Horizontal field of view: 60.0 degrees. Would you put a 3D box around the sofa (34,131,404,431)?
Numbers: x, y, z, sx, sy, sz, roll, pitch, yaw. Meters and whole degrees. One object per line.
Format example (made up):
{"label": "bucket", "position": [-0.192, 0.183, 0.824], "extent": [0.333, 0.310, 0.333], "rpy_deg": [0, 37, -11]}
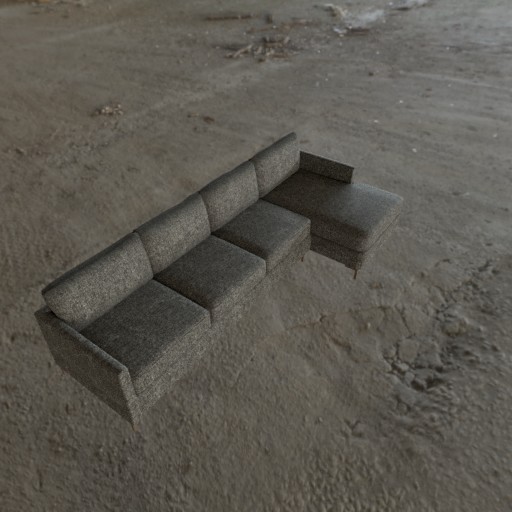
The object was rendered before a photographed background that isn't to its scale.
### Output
{"label": "sofa", "position": [0.000, 0.000, 4.034], "extent": [1.488, 0.970, 3.384], "rpy_deg": [25, 45, 27]}
